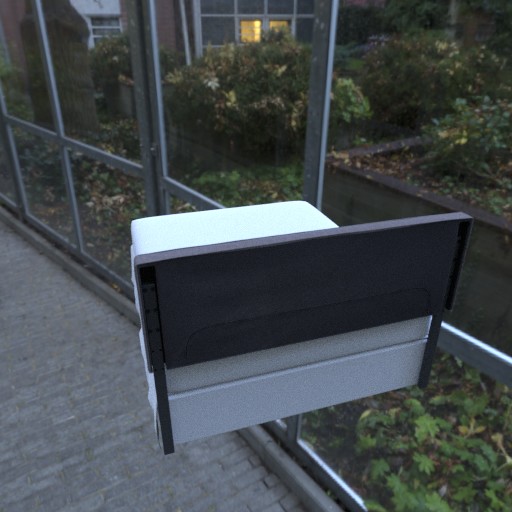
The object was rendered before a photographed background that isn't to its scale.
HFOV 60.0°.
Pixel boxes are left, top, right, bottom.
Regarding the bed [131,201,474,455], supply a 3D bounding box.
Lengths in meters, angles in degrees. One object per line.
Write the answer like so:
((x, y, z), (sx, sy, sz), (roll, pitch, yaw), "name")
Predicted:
((0.000, 0.000, 2.922), (1.610, 1.089, 1.894), (-8, 28, -16), "bed")
